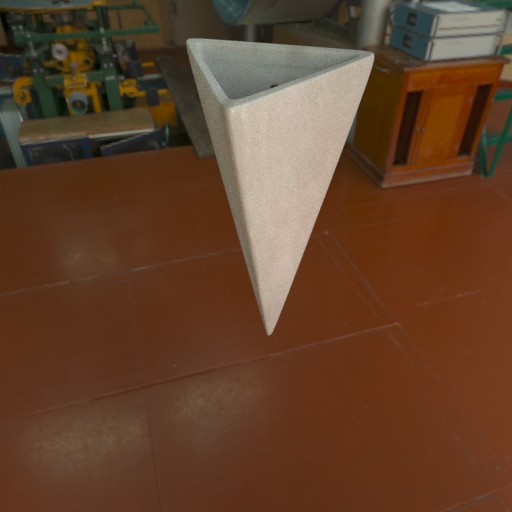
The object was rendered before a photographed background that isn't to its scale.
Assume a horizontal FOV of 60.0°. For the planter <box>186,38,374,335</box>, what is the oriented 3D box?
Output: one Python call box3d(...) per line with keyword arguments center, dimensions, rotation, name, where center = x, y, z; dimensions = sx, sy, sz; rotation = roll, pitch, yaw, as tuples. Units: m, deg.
box3d(center=(0.000, 0.000, 0.273), dimensions=(0.101, 0.224, 0.081), rotation=(11, 40, 13), name="planter")
